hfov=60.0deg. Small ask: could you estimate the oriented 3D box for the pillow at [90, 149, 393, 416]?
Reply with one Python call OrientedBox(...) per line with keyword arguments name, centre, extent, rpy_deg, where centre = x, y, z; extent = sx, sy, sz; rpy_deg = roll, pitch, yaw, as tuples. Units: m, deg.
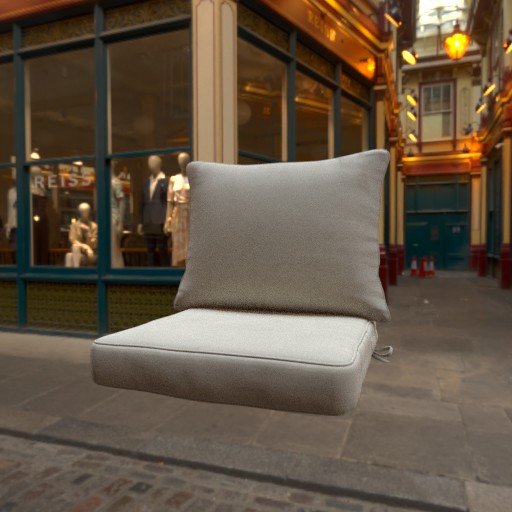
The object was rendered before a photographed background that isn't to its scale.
OrientedBox(name="pillow", centre=(0.000, 0.000, 1.368), extent=(0.798, 0.716, 0.733), rpy_deg=(1, 2, 19))
